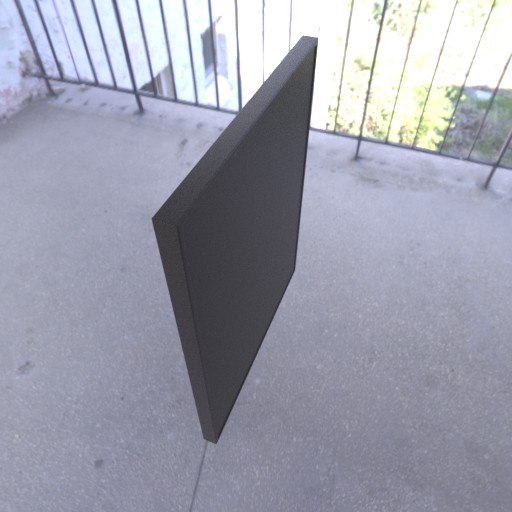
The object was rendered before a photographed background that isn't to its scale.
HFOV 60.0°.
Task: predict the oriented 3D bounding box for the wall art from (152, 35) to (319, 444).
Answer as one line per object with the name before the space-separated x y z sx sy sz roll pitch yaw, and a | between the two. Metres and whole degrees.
wall art | 0.000 0.000 0.749 0.028 0.551 0.451 17 50 15
